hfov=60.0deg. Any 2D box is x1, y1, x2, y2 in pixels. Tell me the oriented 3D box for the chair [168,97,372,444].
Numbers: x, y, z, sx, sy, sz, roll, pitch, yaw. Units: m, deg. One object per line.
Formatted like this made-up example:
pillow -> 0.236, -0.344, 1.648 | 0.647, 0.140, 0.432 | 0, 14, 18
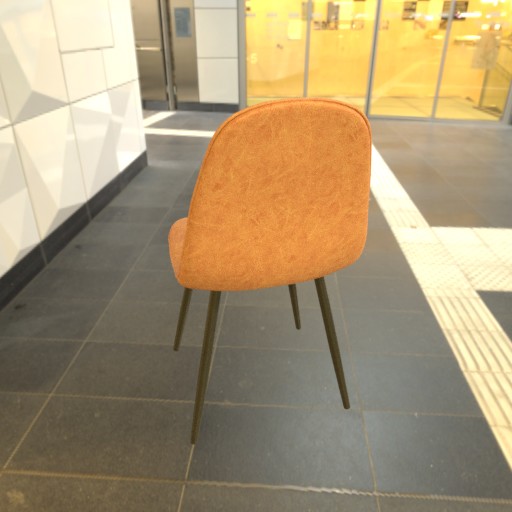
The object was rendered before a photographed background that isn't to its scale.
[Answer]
chair -> 0.000, 0.000, 1.205 | 0.472, 0.889, 0.561 | -7, 28, -14
